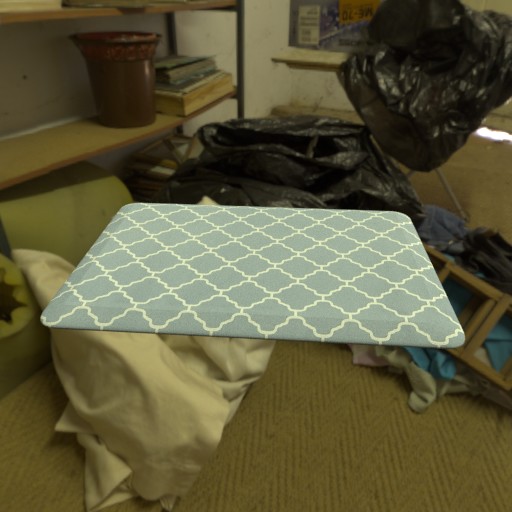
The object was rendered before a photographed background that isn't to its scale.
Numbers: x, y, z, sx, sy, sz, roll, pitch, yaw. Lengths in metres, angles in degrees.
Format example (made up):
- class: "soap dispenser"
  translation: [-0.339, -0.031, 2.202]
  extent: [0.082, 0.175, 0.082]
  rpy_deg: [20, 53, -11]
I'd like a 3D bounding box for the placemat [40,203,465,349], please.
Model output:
- class: "placemat"
  translation: [0.000, 0.000, 0.976]
  extent: [0.762, 0.021, 0.508]
  rpy_deg: [2, 32, 4]
